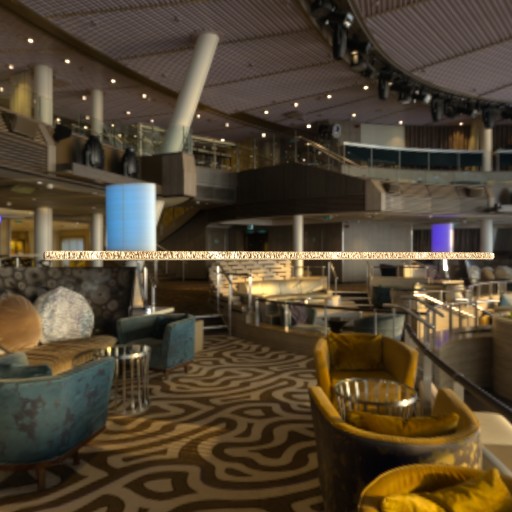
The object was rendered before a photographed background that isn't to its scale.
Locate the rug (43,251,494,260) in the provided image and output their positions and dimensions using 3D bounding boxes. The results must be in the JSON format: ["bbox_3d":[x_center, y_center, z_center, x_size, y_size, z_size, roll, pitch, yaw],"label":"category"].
[{"bbox_3d":[0.000,0.000,2.213,1.778,0.030,1.219,0,0,-18],"label":"rug"}]
